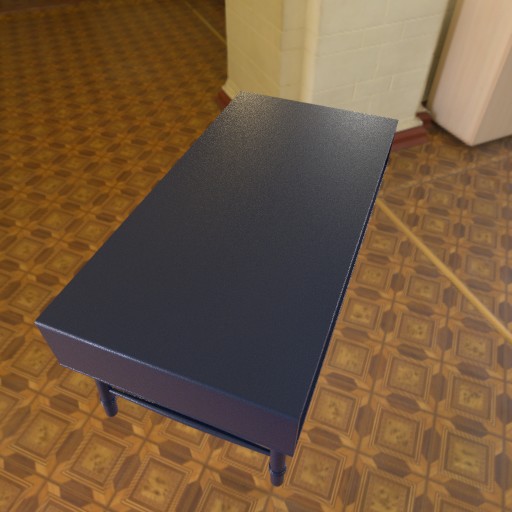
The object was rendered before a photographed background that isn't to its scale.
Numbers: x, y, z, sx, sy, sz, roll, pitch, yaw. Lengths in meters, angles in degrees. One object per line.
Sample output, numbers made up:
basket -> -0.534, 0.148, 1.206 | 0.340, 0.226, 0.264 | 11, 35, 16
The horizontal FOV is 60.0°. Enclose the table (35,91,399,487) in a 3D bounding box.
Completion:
table -> 0.000, 0.000, 1.319 | 0.572, 0.457, 1.067 | 16, 48, 15
